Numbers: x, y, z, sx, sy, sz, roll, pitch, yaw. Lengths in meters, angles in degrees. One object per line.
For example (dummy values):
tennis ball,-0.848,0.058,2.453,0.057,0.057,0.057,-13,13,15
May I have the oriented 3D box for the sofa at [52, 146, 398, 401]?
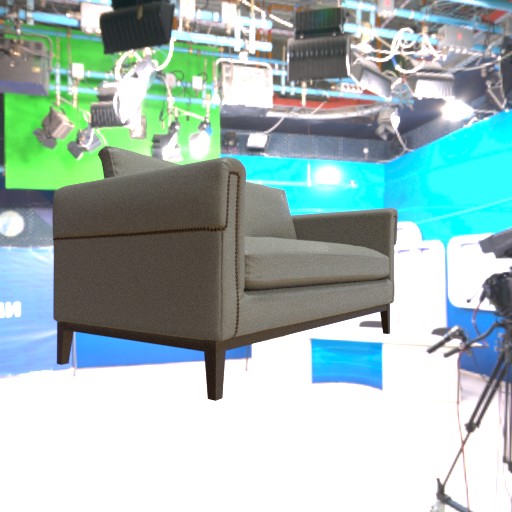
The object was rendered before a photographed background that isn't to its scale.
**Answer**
sofa,0.000,0.000,2.146,0.899,0.873,1.598,-1,-1,35
